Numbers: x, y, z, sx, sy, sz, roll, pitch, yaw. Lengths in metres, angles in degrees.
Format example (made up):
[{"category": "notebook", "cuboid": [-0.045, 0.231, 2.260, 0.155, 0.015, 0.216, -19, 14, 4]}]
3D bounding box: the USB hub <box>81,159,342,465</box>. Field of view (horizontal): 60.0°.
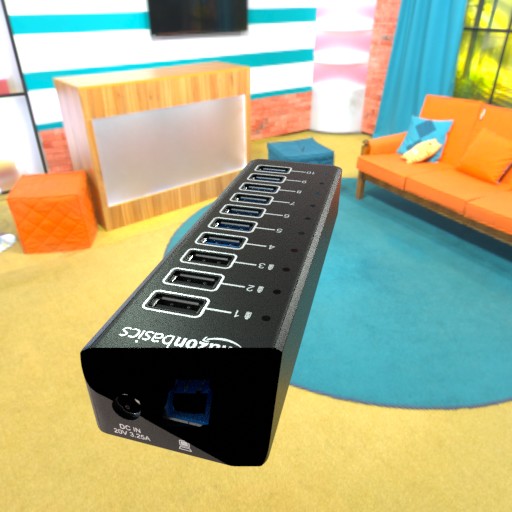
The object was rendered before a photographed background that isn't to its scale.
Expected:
[{"category": "USB hub", "cuboid": [0.000, 0.000, 0.157, 0.044, 0.023, 0.145, 8, 32, 13]}]
